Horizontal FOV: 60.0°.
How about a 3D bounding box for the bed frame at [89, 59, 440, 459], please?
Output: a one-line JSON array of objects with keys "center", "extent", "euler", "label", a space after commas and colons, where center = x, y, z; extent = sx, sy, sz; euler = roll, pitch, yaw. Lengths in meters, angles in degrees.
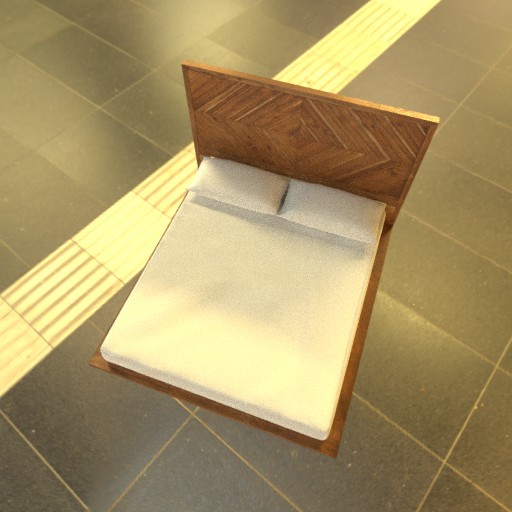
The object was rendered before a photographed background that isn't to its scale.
[{"center": [0.000, 0.000, 3.494], "extent": [2.038, 1.537, 2.235], "euler": [17, 60, 10], "label": "bed frame"}]
